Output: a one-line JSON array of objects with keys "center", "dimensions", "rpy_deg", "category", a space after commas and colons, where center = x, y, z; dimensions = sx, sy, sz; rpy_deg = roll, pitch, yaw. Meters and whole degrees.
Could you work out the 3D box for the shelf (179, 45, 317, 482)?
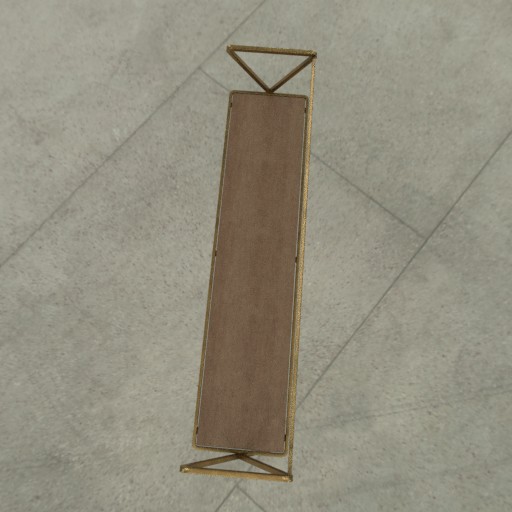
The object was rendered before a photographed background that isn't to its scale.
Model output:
[{"center": [0.000, 0.000, 0.758], "dimensions": [0.150, 0.229, 0.645], "rpy_deg": [5, 77, 1], "category": "shelf"}]
